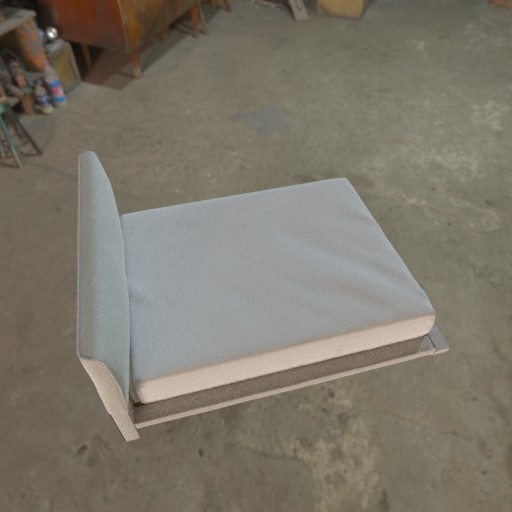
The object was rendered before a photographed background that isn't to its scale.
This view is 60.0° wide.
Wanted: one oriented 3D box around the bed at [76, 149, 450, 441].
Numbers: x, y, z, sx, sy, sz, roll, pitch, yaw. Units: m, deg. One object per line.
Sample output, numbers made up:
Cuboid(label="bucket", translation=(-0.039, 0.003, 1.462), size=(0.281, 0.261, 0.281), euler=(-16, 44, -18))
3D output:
Cuboid(label="bed", translation=(0.000, 0.000, 3.513), size=(2.498, 1.126, 1.980), euler=(-11, 48, -10))
